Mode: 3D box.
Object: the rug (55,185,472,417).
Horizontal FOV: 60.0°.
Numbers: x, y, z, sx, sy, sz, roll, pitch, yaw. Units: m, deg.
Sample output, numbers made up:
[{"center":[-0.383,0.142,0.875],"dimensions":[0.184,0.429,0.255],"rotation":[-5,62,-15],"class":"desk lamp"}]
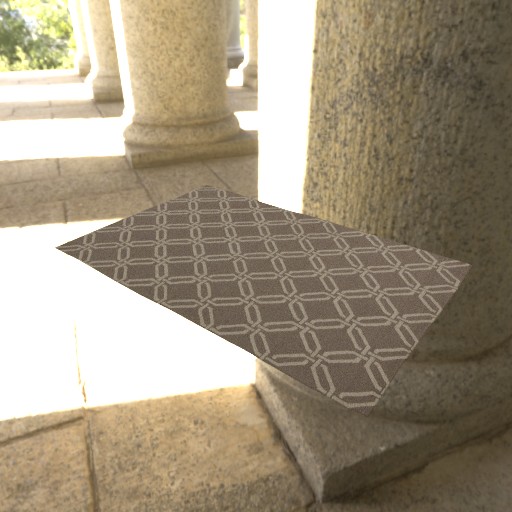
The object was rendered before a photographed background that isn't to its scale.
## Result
[{"center":[0.000,0.000,2.188],"dimensions":[1.748,0.010,1.142],"rotation":[21,36,32],"class":"rug"}]
